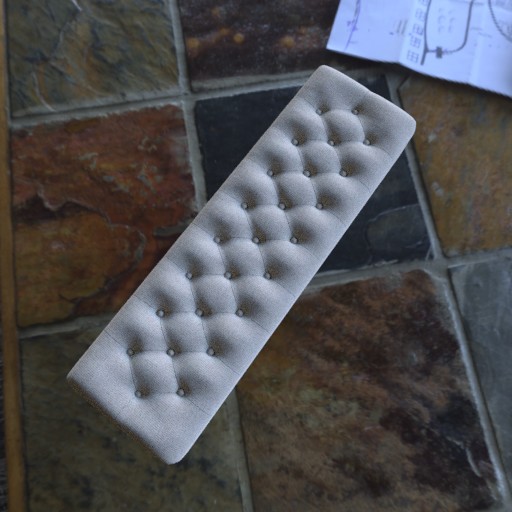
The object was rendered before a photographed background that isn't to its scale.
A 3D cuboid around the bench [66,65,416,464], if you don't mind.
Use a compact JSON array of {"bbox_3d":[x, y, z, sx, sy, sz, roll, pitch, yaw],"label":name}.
[{"bbox_3d":[0.000,0.000,1.724,0.455,0.467,1.480,35,78,9],"label":"bench"}]
